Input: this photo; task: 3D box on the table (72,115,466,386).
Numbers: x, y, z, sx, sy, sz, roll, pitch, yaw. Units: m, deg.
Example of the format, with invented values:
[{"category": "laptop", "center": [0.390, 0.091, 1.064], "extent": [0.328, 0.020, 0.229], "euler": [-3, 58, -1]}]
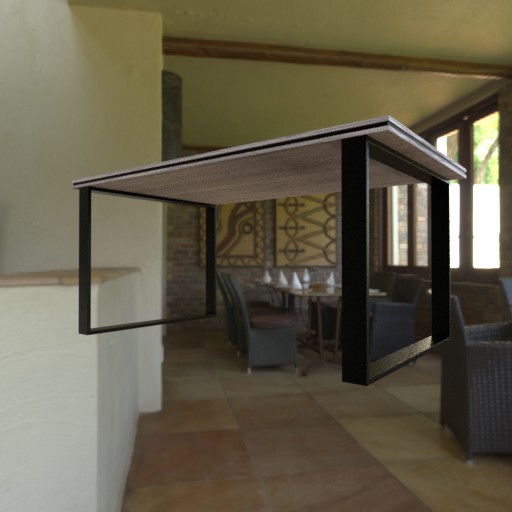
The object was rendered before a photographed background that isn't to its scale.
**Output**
[{"category": "table", "center": [0.000, 0.000, 2.014], "extent": [1.579, 0.736, 0.881], "euler": [-1, -1, 38]}]
